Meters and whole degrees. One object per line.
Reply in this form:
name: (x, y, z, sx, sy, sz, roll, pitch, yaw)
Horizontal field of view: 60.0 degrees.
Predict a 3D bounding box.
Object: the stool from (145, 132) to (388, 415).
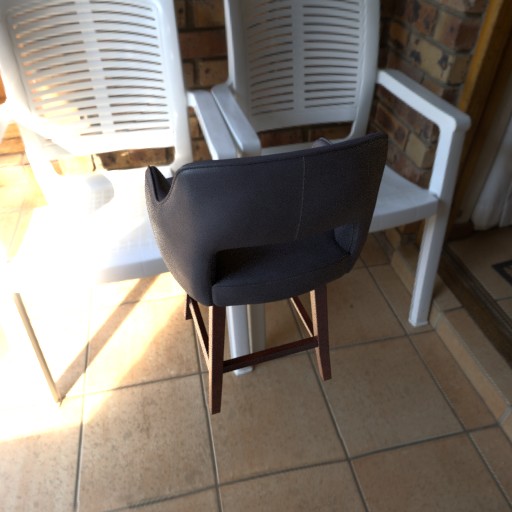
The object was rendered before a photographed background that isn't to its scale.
stool: (0.000, 0.000, 1.291, 0.550, 0.936, 0.560, -12, 43, -14)
